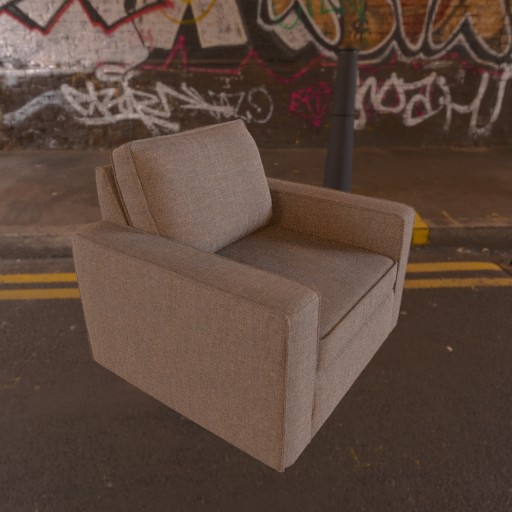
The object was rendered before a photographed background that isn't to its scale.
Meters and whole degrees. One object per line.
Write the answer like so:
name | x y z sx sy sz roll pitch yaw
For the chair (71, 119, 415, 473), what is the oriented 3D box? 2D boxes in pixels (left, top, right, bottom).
chair | 0.000 0.000 1.730 0.940 0.914 1.016 17 31 31
